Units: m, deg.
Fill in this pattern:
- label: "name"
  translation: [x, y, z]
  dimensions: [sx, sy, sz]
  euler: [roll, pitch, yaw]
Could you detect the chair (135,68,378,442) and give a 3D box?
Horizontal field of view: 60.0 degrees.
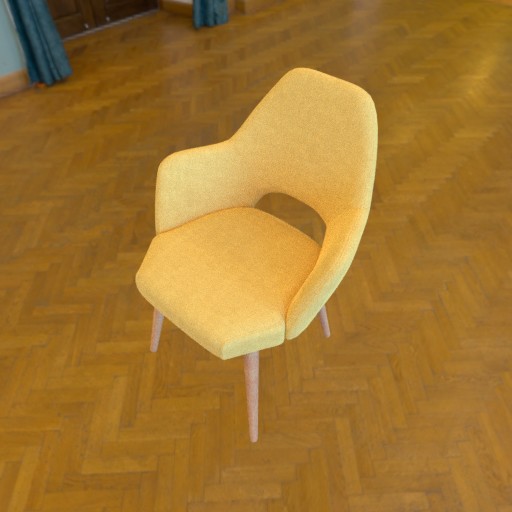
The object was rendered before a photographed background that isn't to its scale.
- label: "chair"
  translation: [0.000, 0.000, 1.254]
  dimensions: [0.590, 0.840, 0.610]
  euler: [33, 55, 27]
